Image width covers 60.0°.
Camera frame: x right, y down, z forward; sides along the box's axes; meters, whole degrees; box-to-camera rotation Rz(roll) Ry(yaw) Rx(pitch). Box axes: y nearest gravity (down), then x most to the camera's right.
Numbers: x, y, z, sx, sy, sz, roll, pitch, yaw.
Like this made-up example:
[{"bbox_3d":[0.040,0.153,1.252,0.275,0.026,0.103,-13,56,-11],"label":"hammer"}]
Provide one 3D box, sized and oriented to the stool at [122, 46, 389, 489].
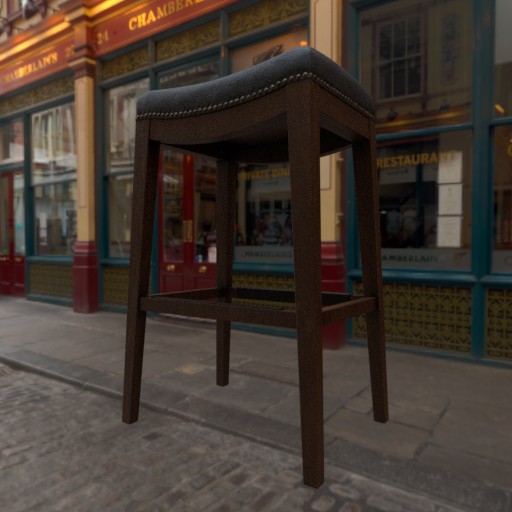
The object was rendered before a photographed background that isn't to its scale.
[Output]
[{"bbox_3d":[0.000,0.000,1.017,0.500,0.765,0.361,1,1,35],"label":"stool"}]
